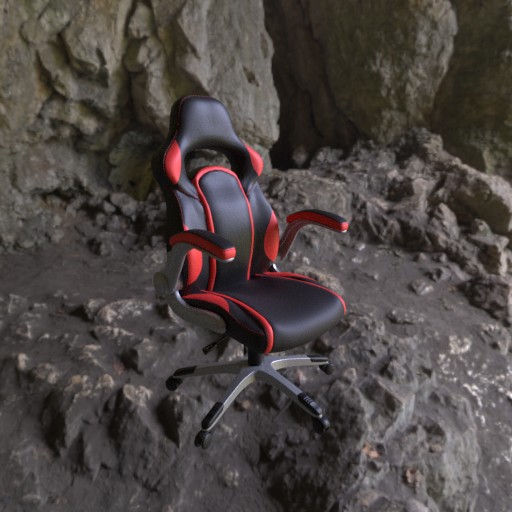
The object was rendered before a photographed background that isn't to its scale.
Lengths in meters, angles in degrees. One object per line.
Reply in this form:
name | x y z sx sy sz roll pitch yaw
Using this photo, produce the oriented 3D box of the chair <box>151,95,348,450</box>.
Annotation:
chair | 0.000 0.000 1.646 0.758 1.165 0.712 -14 21 -43
